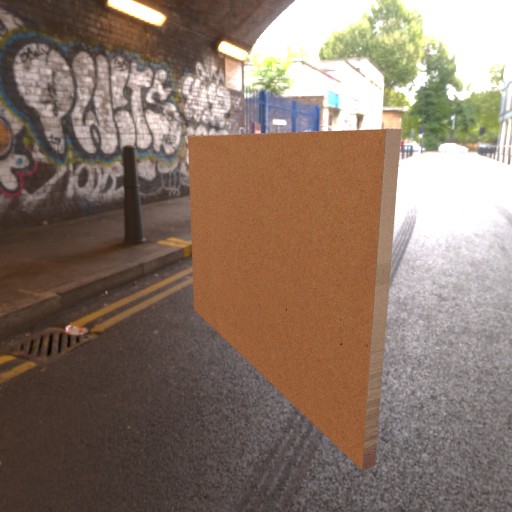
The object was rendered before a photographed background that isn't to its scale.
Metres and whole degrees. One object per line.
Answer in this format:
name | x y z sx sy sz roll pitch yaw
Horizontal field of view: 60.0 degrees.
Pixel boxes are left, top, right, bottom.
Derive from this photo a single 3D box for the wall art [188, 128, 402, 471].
wall art | 0.000 0.000 0.769 0.021 0.410 0.615 -7 16 -26
